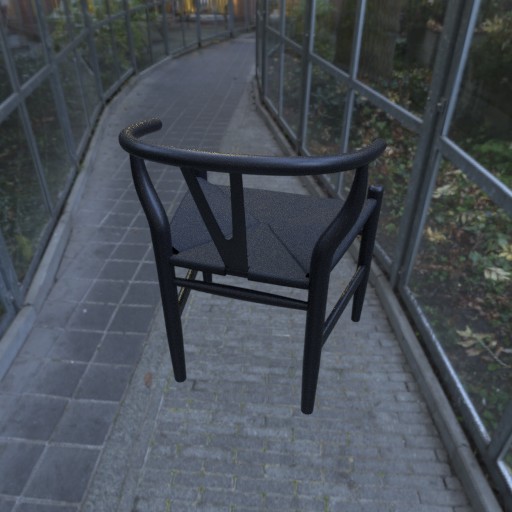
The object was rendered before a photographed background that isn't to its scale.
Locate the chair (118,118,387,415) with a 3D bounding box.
[{"bbox_3d":[0.000,0.000,1.128,0.569,0.730,0.579,9,34,14],"label":"chair"}]
